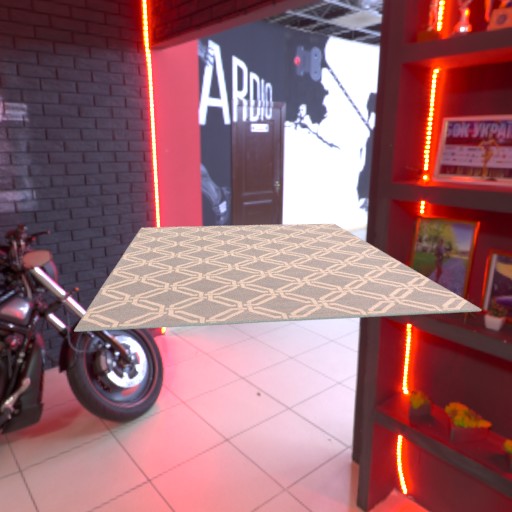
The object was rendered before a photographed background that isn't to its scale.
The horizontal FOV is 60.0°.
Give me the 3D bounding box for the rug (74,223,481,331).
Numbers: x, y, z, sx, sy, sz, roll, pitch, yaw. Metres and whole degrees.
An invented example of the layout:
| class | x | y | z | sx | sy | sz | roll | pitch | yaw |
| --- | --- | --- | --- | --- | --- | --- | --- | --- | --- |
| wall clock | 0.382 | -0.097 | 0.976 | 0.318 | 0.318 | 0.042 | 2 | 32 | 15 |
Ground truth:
| class | x | y | z | sx | sy | sz | roll | pitch | yaw |
| --- | --- | --- | --- | --- | --- | --- | --- | --- | --- |
| rug | 0.000 | 0.000 | 3.834 | 2.288 | 0.018 | 2.895 | -2 | 14 | -7 |
